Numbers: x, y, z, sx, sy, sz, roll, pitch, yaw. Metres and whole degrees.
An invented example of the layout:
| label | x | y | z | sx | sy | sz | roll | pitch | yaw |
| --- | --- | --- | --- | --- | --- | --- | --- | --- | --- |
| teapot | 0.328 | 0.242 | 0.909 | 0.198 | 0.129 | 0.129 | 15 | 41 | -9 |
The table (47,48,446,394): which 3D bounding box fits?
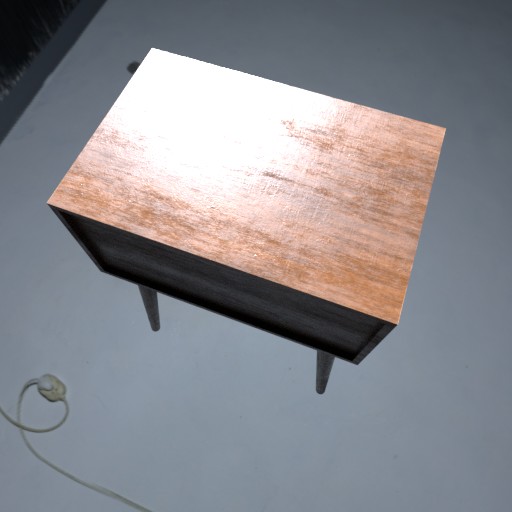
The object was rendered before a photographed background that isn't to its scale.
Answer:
| label | x | y | z | sx | sy | sz | roll | pitch | yaw |
| --- | --- | --- | --- | --- | --- | --- | --- | --- | --- |
| table | 0.000 | 0.000 | 0.853 | 0.454 | 0.580 | 0.307 | 19 | 66 | 9 |
